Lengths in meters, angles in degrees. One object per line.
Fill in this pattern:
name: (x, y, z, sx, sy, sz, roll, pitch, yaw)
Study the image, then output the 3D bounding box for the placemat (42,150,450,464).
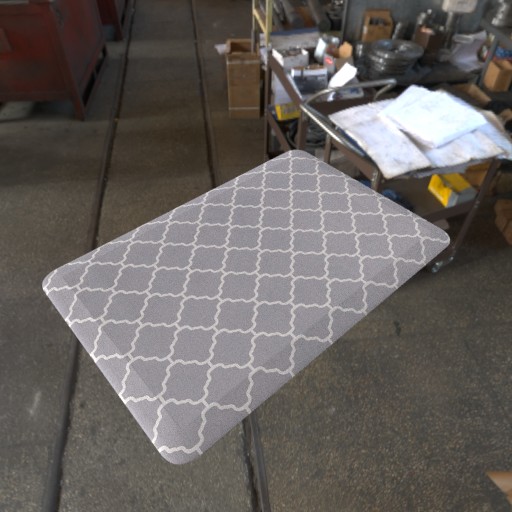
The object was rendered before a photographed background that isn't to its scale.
placemat: (0.000, 0.000, 0.953, 0.762, 0.021, 0.508, -32, 54, -28)
